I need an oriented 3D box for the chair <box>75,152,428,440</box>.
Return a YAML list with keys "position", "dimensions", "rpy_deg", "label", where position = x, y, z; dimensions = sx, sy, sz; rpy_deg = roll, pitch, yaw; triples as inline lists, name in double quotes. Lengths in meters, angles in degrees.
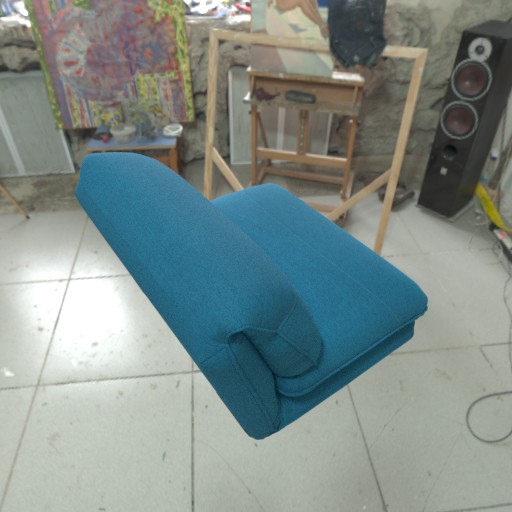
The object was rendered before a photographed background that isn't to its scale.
- position: [0.000, 0.000, 1.358]
  dimensions: [0.780, 0.580, 0.820]
  rpy_deg: [-25, 47, -26]
  label: "chair"
